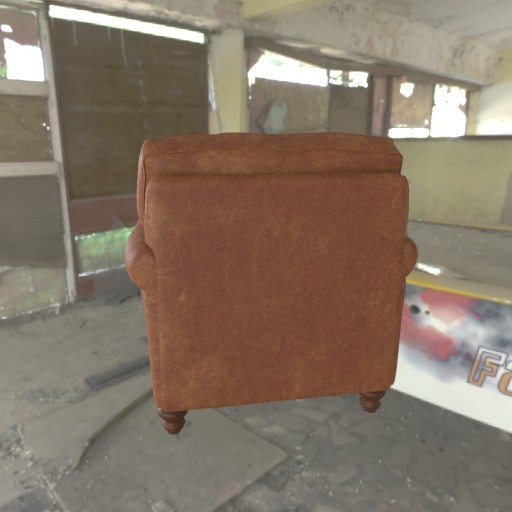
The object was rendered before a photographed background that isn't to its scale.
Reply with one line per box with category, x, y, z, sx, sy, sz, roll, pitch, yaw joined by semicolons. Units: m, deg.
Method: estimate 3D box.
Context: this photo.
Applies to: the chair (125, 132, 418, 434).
chair;0.000;0.000;1.813;0.983;0.962;0.986;-2;14;-10
